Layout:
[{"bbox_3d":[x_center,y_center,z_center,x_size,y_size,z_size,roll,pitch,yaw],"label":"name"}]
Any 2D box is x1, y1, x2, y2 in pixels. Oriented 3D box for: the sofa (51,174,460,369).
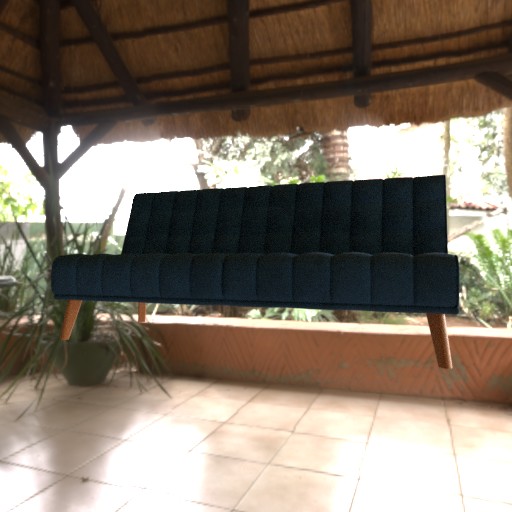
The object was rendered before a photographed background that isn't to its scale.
[{"bbox_3d":[0.000,0.000,2.240,1.804,0.813,0.855,0,-1,20],"label":"sofa"}]
